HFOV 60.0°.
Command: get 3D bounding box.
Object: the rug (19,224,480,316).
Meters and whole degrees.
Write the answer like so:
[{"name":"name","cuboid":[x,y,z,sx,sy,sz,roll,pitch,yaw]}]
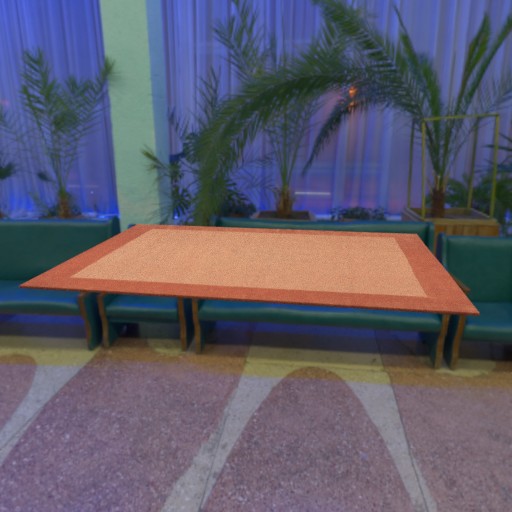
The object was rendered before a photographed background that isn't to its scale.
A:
[{"name":"rug","cuboid":[0.000,0.000,2.307,1.829,0.014,1.219,3,17,9]}]
